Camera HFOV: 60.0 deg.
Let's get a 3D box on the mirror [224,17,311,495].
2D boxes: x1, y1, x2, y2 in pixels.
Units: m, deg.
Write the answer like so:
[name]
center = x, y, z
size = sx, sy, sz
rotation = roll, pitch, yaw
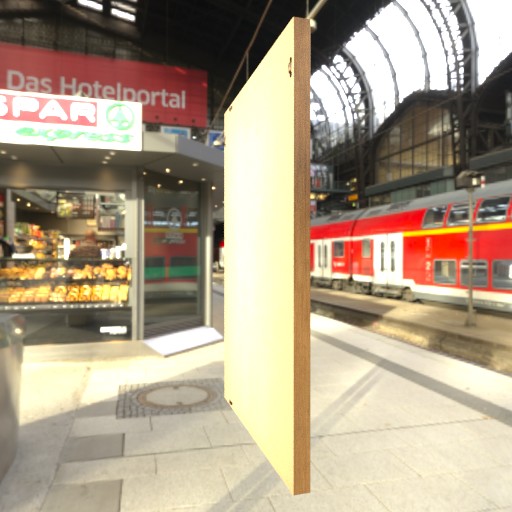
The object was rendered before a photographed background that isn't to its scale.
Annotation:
[mirror]
center = 0.000, 0.000, 1.143
size = 0.040, 0.915, 0.609
rotation = 0, 0, -16
